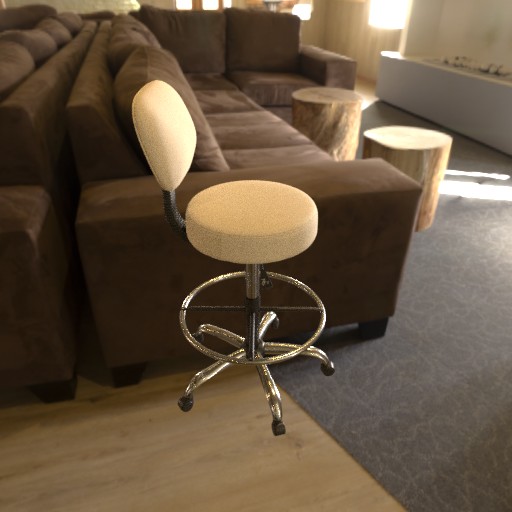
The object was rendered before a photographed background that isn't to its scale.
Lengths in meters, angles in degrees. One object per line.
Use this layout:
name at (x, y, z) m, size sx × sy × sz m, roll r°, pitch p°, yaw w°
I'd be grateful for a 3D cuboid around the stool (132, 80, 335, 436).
stool at (0.000, 0.000, 1.478) m, size 0.616 × 1.080 × 0.609 m, roll 0°, pitch 31°, yaw 1°
